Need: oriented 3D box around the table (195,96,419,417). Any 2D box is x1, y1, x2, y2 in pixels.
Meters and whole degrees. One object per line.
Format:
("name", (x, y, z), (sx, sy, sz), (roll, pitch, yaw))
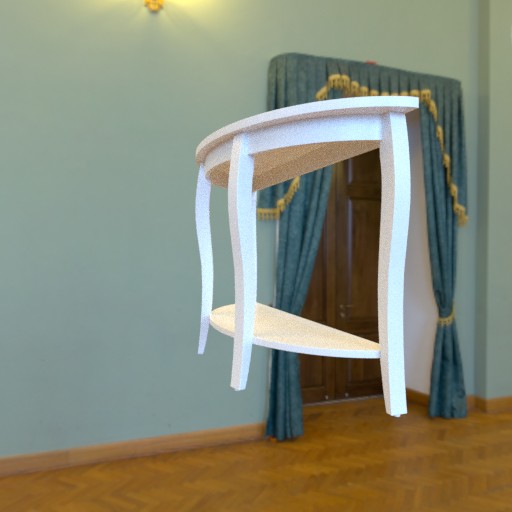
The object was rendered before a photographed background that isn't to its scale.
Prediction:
("table", (0.000, 0.000, 1.579), (0.394, 0.780, 1.219), (0, 1, -20))
